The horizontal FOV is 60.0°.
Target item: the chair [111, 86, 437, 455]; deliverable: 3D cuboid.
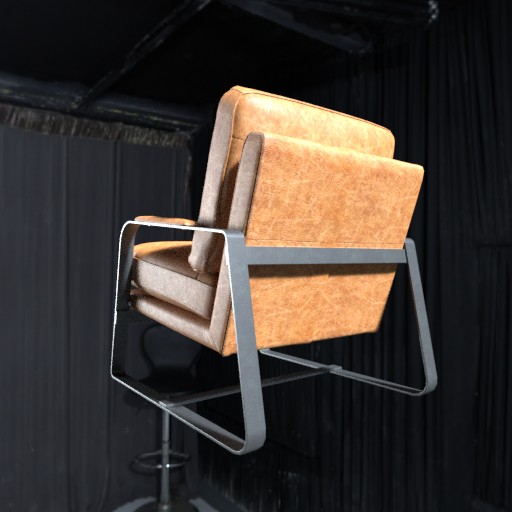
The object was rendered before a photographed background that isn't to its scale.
[{"bbox_3d":[0.000,0.000,1.346,0.651,0.777,0.801,0,0,-37],"label":"chair"}]
